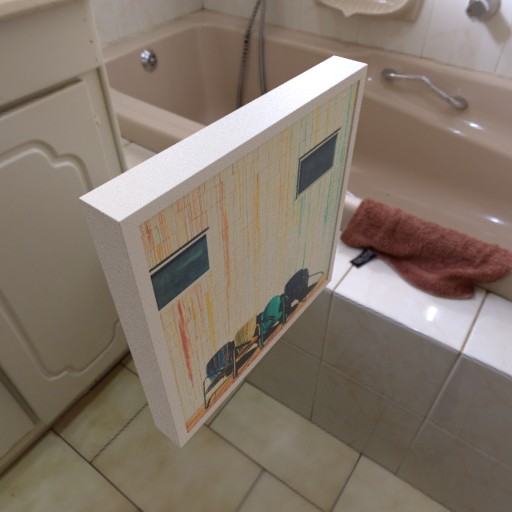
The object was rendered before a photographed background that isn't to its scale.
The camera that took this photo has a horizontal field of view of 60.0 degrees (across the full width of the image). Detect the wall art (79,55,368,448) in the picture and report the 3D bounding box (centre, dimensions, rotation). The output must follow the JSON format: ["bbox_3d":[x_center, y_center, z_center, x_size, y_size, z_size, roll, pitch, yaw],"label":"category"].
[{"bbox_3d":[0.000,0.000,0.454,0.038,0.305,0.305,28,50,26],"label":"wall art"}]
